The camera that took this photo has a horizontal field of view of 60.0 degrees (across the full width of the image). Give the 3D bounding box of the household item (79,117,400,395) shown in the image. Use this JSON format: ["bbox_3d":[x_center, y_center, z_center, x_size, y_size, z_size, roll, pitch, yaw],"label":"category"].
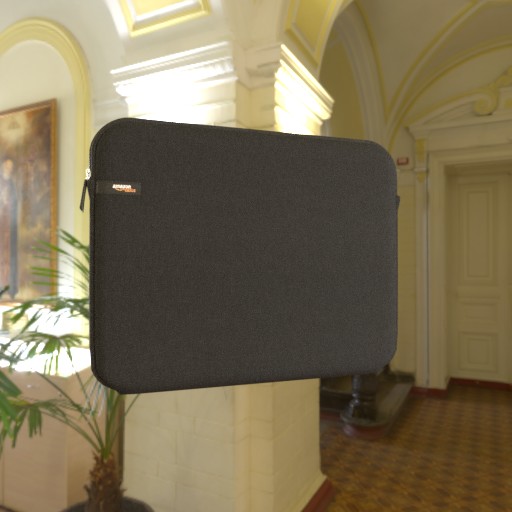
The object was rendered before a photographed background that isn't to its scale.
[{"bbox_3d":[0.000,0.000,0.534,0.396,0.305,0.030,0,-1,-18],"label":"household item"}]
